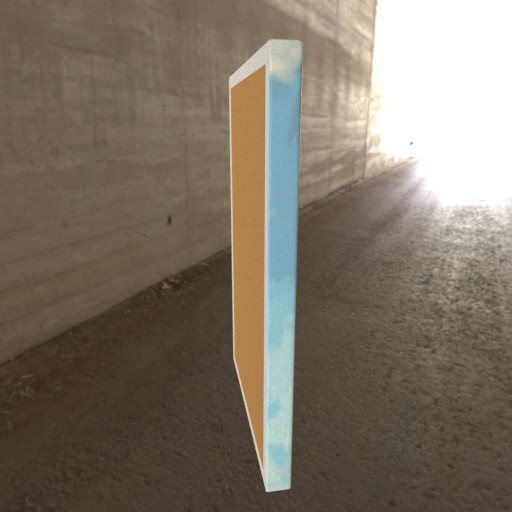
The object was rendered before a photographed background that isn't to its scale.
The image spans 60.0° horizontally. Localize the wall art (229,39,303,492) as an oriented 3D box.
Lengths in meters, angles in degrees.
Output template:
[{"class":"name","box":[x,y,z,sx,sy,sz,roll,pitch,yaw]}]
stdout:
[{"class":"wall art","box":[0.000,0.000,0.759,0.038,0.610,0.401,-3,17,-9]}]
